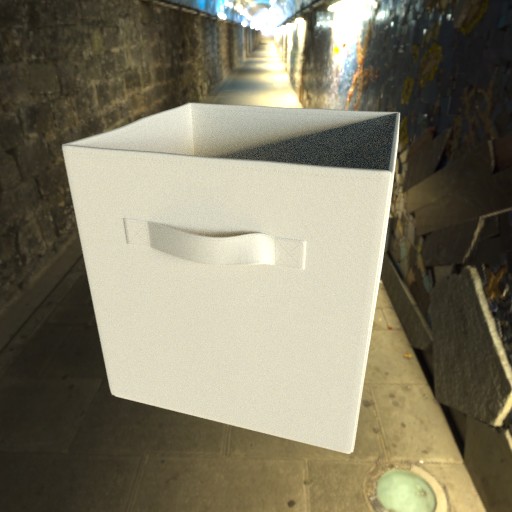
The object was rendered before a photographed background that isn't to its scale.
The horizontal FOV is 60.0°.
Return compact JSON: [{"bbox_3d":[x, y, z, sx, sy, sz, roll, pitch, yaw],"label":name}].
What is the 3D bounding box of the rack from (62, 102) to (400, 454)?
[{"bbox_3d":[0.000,0.000,0.493,0.270,0.280,0.270,8,28,15],"label":"rack"}]
